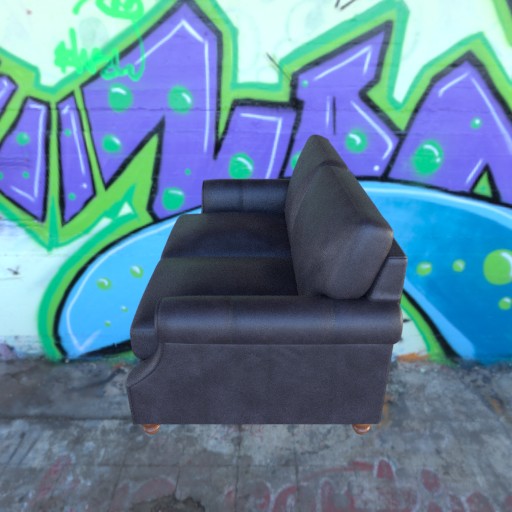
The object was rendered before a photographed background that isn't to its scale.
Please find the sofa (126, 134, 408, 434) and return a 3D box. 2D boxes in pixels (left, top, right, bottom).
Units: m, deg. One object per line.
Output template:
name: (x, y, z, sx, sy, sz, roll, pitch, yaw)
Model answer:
sofa: (0.000, 0.000, 2.309, 1.030, 0.979, 1.663, 0, 26, 0)
